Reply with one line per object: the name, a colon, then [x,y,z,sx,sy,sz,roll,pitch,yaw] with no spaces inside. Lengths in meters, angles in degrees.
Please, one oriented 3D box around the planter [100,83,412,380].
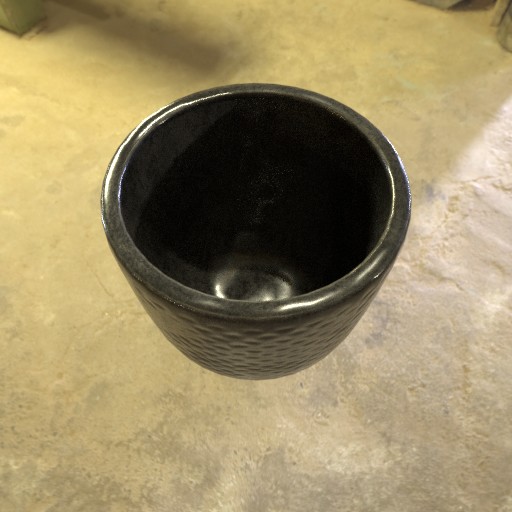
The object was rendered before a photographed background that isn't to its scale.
planter: [0.000,0.000,0.252,0.140,0.129,0.140,0,58,0]
